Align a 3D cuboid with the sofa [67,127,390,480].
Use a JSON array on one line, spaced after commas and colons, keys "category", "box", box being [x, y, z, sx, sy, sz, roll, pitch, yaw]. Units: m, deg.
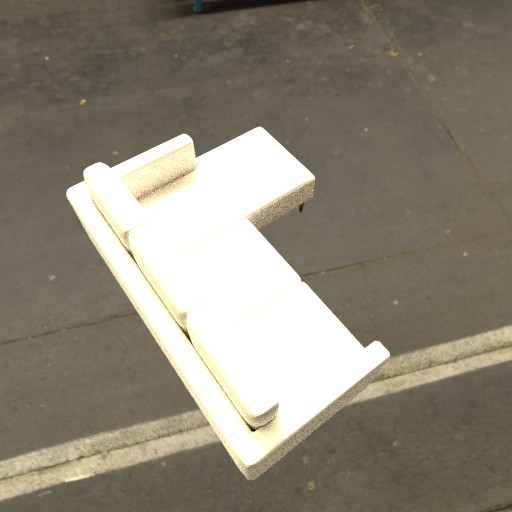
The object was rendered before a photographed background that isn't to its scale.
[{"category": "sofa", "box": [0.000, 0.000, 2.843, 1.580, 0.899, 2.029, -32, 63, -18]}]
